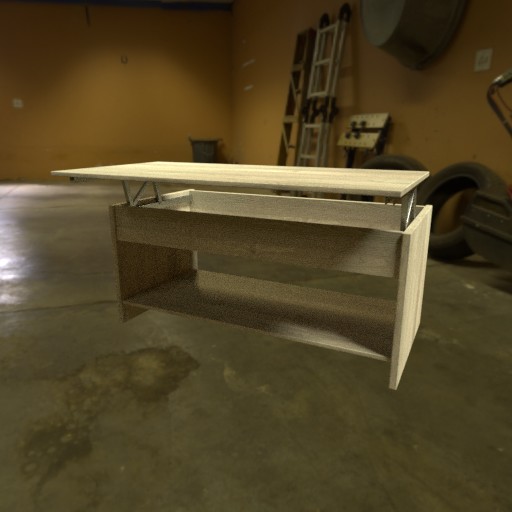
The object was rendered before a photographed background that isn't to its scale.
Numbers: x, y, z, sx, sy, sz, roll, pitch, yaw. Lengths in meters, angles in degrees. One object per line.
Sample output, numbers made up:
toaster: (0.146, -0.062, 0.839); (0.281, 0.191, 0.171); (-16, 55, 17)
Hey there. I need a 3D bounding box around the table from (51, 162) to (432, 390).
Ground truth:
table: (0.000, 0.000, 1.474); (1.000, 0.570, 0.712); (8, 17, 26)
